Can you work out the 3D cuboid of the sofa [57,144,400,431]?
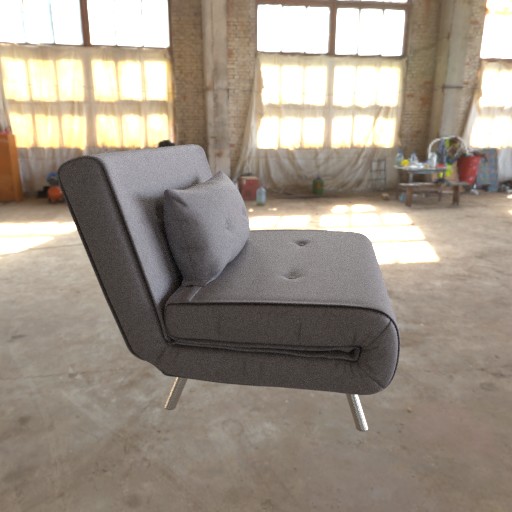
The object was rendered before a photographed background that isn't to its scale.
[{"bbox_3d":[0.000,0.000,1.755,1.000,0.825,1.020,3,16,10],"label":"sofa"}]
